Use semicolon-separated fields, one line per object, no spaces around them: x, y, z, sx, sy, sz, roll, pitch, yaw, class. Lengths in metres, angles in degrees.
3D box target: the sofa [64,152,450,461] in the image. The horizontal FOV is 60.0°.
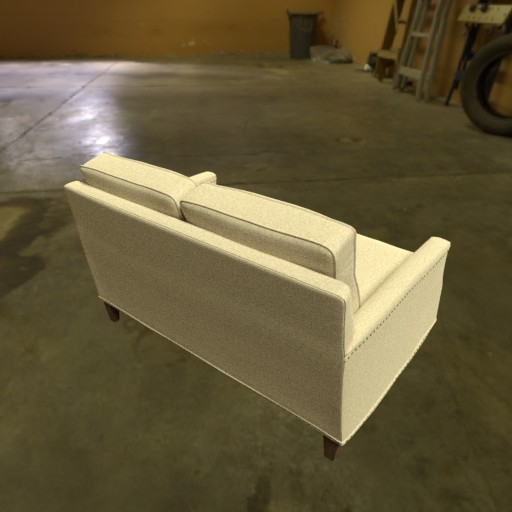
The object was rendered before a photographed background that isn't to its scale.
0.000;0.000;2.224;1.597;1.003;1.084;21;36;33;sofa
